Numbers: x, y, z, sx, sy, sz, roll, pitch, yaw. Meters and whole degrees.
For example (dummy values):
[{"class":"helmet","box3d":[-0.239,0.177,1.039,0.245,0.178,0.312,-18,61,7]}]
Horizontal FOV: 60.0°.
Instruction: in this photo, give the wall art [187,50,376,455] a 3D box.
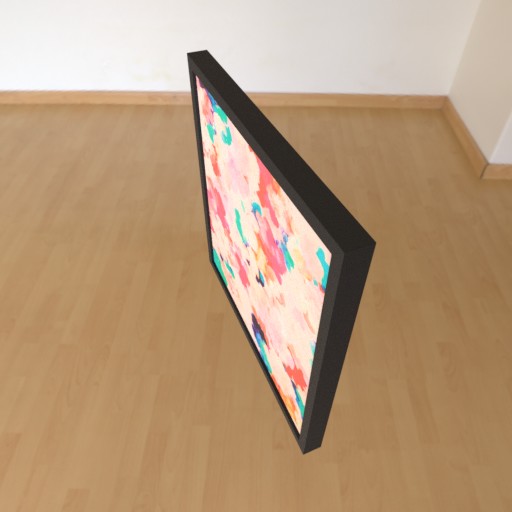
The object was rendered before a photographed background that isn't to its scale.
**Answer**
[{"class":"wall art","box3d":[0.000,0.000,0.760,0.036,0.503,0.506,-17,48,-16]}]
